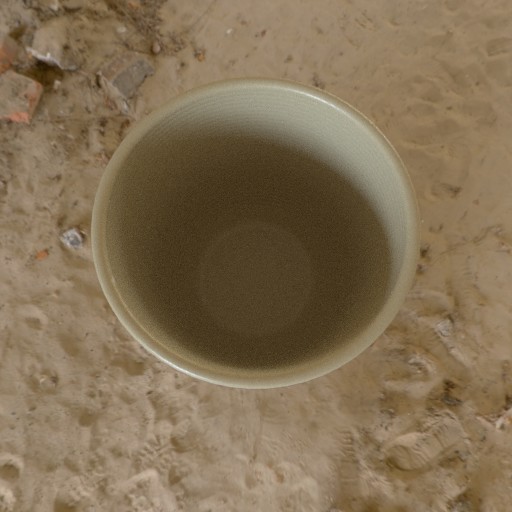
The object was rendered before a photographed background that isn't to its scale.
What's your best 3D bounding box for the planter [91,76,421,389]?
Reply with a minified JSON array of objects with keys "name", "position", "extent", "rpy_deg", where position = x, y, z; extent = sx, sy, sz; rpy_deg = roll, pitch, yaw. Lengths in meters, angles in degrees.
[{"name":"planter","position":[0.000,0.000,0.368],"extent":[0.206,0.190,0.206],"rpy_deg":[0,75,0]}]
